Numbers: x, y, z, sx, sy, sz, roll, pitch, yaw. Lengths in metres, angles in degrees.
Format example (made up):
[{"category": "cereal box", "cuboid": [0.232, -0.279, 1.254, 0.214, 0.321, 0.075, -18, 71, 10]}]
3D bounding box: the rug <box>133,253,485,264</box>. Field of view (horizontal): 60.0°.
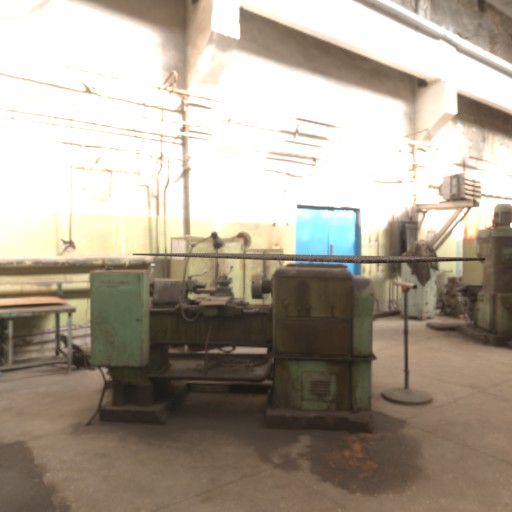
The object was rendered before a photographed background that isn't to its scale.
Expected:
[{"category": "rug", "cuboid": [0.000, 0.000, 2.533, 0.691, 0.011, 2.296, -1, 1, -34]}]
